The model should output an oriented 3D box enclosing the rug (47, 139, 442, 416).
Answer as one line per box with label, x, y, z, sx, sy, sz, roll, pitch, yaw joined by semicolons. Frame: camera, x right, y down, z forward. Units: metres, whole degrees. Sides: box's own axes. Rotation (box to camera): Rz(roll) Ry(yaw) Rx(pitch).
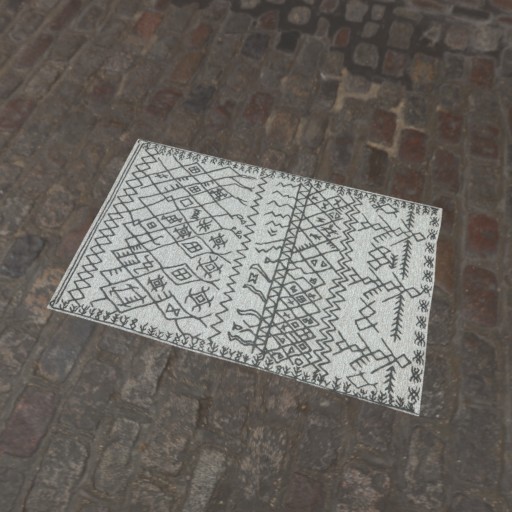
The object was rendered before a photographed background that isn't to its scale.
rug;0.000;0.000;4.872;3.824;0.019;2.393;14;63;7
